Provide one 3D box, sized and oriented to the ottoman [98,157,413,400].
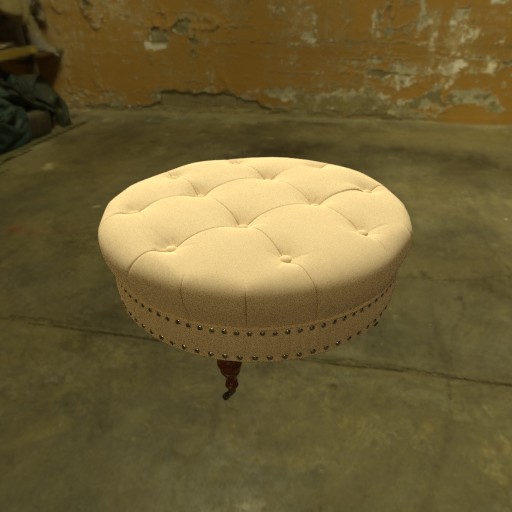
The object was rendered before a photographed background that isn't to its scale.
[{"bbox_3d":[0.000,0.000,1.395,0.901,0.439,0.901,0,30,0],"label":"ottoman"}]
